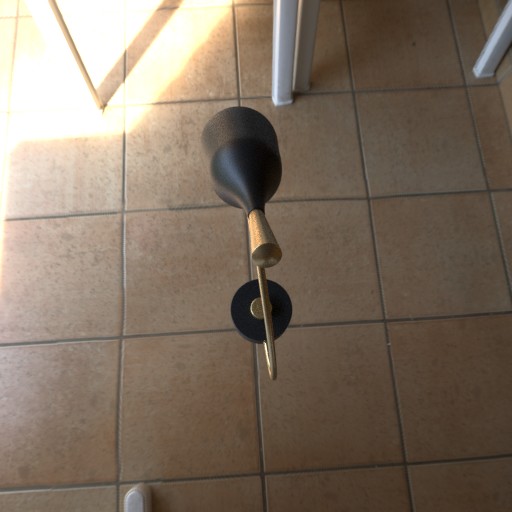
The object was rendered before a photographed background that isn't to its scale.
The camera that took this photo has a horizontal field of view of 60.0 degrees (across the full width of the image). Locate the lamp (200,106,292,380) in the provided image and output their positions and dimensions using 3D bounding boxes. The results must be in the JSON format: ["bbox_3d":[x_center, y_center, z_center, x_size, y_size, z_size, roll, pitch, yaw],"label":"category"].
[{"bbox_3d":[0.000,0.000,0.635,0.110,0.464,0.352,-9,75,-2],"label":"lamp"}]
